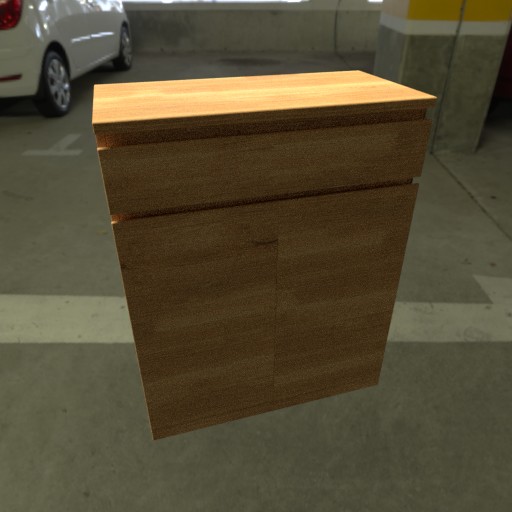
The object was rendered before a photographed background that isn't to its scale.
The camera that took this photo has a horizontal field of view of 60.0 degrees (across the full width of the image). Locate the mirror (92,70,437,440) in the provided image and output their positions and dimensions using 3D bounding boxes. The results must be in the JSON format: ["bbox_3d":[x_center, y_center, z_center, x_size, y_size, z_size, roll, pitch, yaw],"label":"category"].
[{"bbox_3d":[0.000,0.000,1.403,0.800,1.000,0.400,-9,33,-14],"label":"mirror"}]
